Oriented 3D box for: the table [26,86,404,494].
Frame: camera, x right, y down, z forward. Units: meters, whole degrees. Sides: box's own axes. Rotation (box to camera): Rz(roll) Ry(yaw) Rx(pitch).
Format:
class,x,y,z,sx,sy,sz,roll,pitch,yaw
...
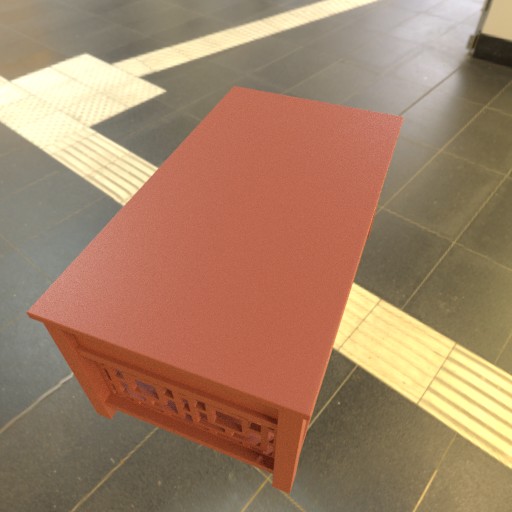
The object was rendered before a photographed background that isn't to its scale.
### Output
class,x,y,z,sx,sy,sz,roll,pitch,yaw
table,0.000,0.000,1.347,0.612,0.493,1.068,16,48,14
